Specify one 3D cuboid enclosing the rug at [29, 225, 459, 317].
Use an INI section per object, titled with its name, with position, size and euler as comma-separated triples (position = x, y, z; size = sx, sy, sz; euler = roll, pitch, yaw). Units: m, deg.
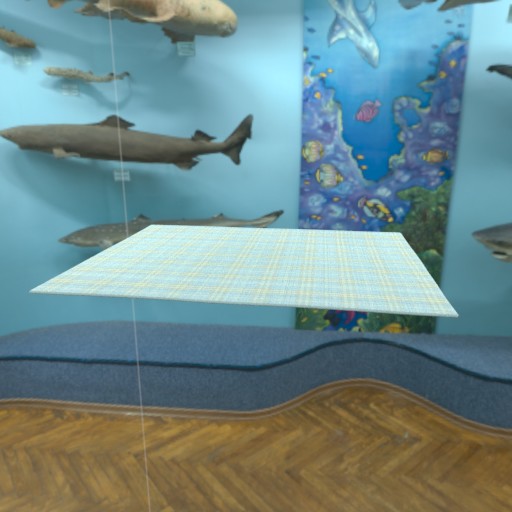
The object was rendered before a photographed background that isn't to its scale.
[rug]
position = 0.000, 0.000, 4.248
size = 3.066, 0.030, 2.462
euler = 2, 16, 8
